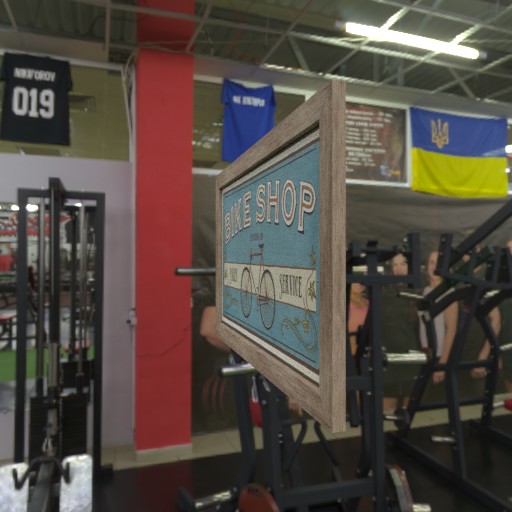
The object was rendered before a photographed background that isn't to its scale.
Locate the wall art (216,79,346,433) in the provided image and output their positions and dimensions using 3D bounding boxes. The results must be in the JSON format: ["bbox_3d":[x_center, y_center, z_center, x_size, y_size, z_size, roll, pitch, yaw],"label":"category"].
[{"bbox_3d":[0.000,0.000,0.975,0.021,0.480,0.780,0,0,-17],"label":"wall art"}]
